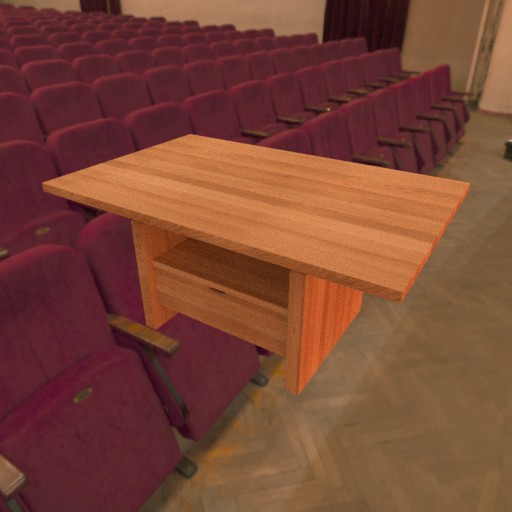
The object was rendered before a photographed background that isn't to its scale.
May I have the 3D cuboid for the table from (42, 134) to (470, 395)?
[{"bbox_3d":[0.000,0.000,1.472,1.100,0.510,0.700,17,34,28],"label":"table"}]
